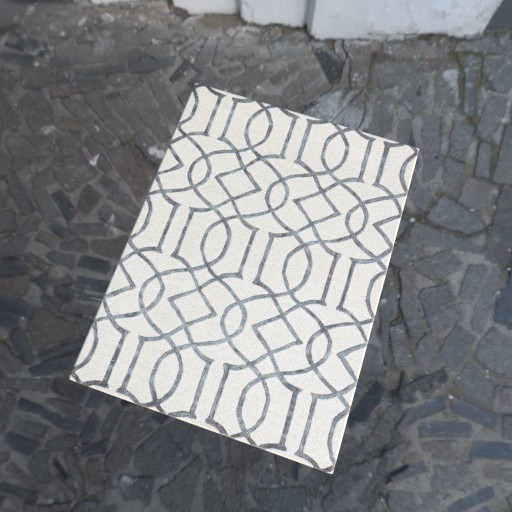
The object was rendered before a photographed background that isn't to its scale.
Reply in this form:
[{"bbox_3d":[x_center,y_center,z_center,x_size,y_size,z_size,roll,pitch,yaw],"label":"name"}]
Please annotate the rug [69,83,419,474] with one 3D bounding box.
[{"bbox_3d":[0.000,0.000,3.836,2.211,0.021,2.910,18,76,5],"label":"rug"}]
